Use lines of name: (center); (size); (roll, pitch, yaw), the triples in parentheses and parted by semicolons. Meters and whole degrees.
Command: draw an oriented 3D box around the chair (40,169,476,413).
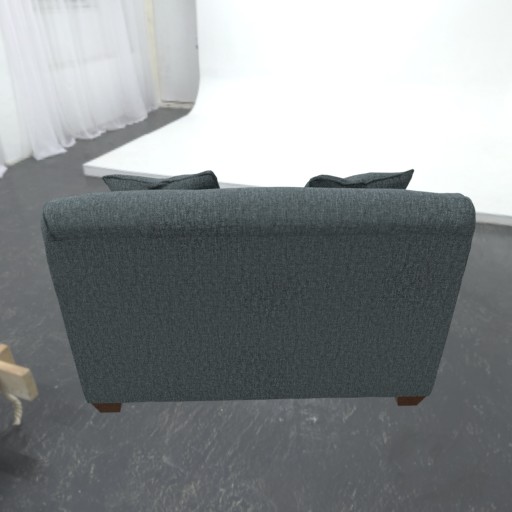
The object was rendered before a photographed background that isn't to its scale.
chair: (0.000, 0.000, 1.977); (1.383, 0.948, 1.000); (-1, 30, -1)
